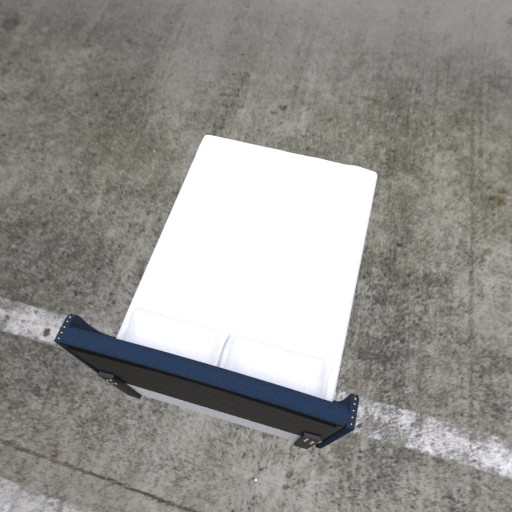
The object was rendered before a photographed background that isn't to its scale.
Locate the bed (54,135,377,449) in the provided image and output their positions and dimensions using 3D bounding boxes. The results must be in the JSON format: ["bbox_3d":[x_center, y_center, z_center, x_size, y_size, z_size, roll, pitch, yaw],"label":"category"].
[{"bbox_3d":[0.000,0.000,3.234,1.604,1.402,2.223,14,64,7],"label":"bed"}]
